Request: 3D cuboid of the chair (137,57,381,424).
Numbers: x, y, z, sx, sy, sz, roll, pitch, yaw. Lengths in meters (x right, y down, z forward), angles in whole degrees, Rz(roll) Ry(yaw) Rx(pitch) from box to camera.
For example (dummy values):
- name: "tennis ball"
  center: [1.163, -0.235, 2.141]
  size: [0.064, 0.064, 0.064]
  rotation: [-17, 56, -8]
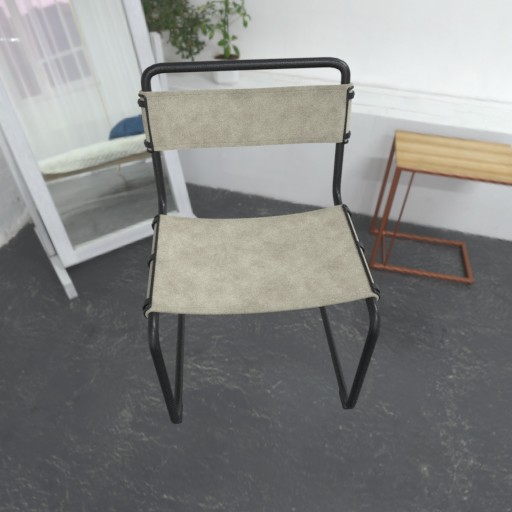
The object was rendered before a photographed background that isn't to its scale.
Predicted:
- name: "chair"
  center: [0.000, 0.000, 1.068]
  size: [0.499, 0.747, 0.497]
  rotation: [-4, 44, -4]
